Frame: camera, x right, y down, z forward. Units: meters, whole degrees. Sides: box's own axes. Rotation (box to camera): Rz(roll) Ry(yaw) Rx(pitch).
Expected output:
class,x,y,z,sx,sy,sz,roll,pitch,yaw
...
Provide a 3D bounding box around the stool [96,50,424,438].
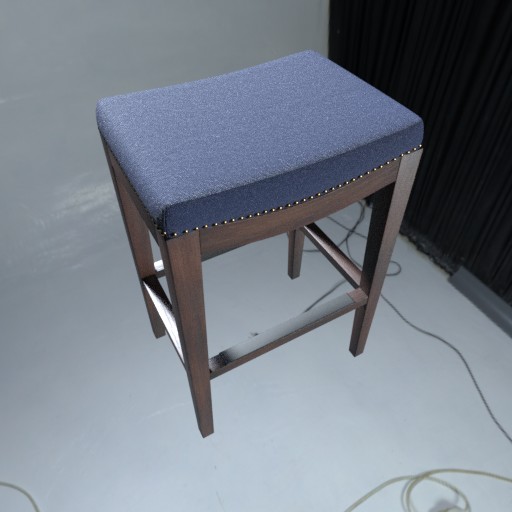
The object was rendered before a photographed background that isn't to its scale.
class,x,y,z,sx,sy,sz,roll,pitch,yaw
stool,0.000,0.000,1.023,0.498,0.740,0.358,-22,50,-20
